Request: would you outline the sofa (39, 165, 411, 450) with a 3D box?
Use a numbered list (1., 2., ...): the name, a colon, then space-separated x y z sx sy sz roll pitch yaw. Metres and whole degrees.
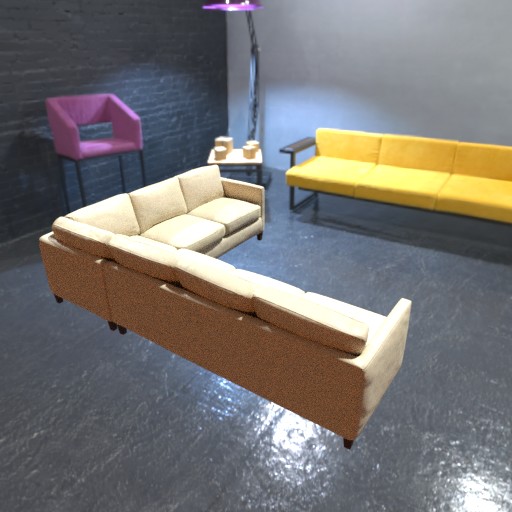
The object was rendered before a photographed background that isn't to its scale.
1. sofa: 0.000 0.000 4.411 3.302 0.947 2.593 17 31 30
